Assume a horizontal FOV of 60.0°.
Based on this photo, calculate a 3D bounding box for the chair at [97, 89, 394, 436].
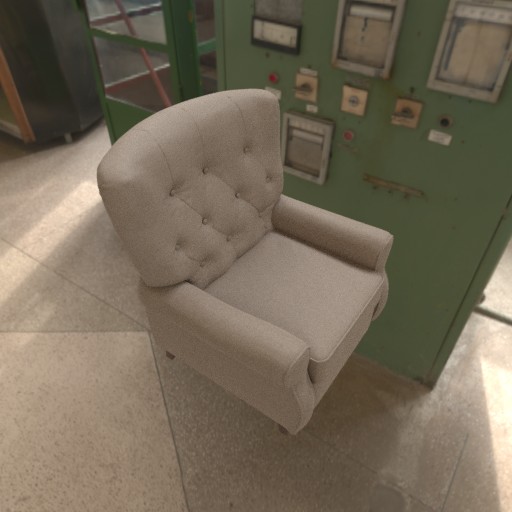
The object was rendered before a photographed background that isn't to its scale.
[{"bbox_3d":[0.000,0.000,1.959,1.041,1.138,0.999,25,47,26],"label":"chair"}]
